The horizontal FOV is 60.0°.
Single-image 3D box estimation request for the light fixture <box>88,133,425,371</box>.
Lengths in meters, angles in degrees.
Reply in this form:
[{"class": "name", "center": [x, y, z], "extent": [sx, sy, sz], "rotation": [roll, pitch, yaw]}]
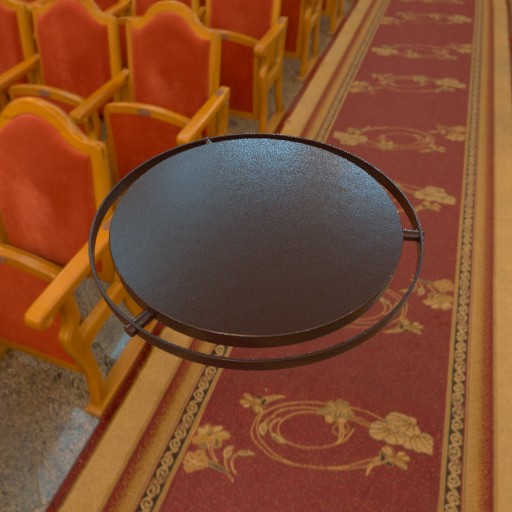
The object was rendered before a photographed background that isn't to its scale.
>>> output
[{"class": "light fixture", "center": [0.000, 0.000, 0.535], "extent": [0.361, 0.130, 0.361], "rotation": [0, 46, 0]}]
